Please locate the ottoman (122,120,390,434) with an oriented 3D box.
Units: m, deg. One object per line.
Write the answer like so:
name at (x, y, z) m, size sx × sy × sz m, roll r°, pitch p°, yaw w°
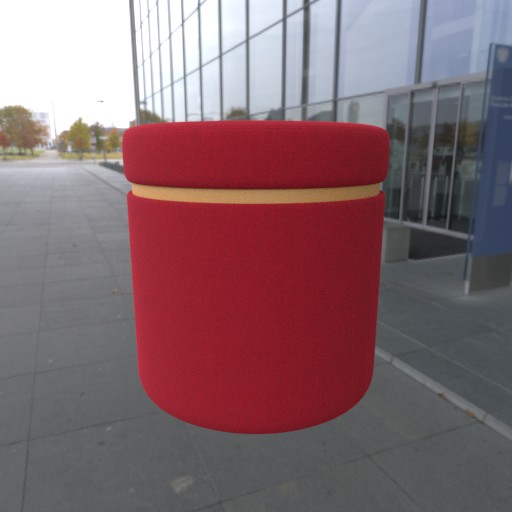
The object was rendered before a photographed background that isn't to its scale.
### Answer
ottoman at (0.000, 0.000, 0.730) m, size 0.400 × 0.406 × 0.400 m, roll 0°, pitch 13°, yaw 0°
